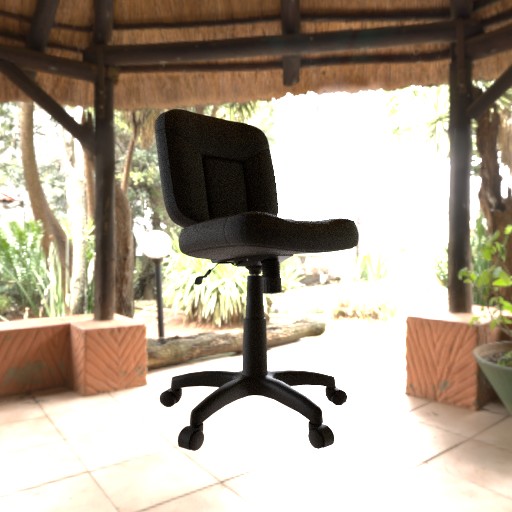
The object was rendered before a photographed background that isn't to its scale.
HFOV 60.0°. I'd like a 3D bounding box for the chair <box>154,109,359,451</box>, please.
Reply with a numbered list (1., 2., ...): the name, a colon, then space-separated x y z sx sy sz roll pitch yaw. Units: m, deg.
1. chair: 0.000 0.000 1.348 0.610 0.972 0.610 0 1 -38
